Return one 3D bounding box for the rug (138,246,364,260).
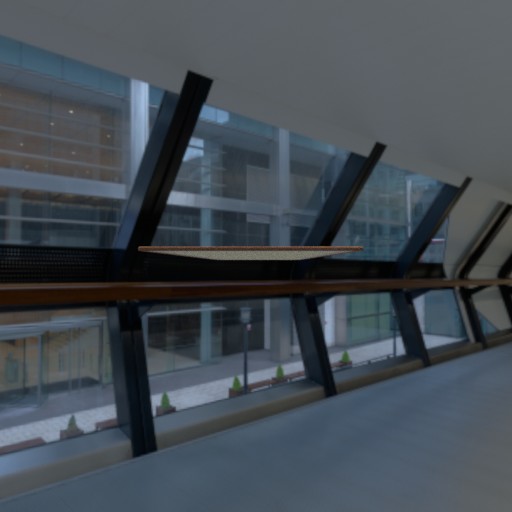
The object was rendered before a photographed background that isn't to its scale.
[{"bbox_3d":[0.000,0.000,2.702,0.764,0.017,2.439,0,-1,1],"label":"rug"}]
